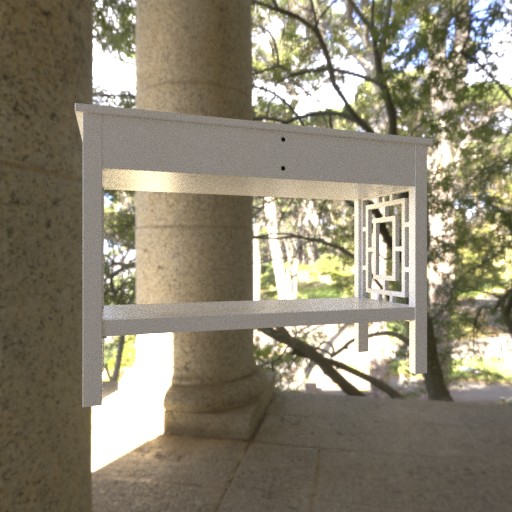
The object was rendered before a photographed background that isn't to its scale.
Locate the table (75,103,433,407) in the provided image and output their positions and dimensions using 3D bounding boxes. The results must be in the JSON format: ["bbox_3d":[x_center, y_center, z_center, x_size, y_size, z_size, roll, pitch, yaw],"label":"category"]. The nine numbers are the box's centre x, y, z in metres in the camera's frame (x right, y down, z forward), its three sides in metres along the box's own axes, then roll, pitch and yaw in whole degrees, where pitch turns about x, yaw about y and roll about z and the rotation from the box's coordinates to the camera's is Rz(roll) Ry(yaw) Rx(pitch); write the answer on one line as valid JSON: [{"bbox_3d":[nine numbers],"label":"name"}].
[{"bbox_3d":[0.000,0.000,1.444,1.068,0.753,0.397,0,0,-18],"label":"table"}]
